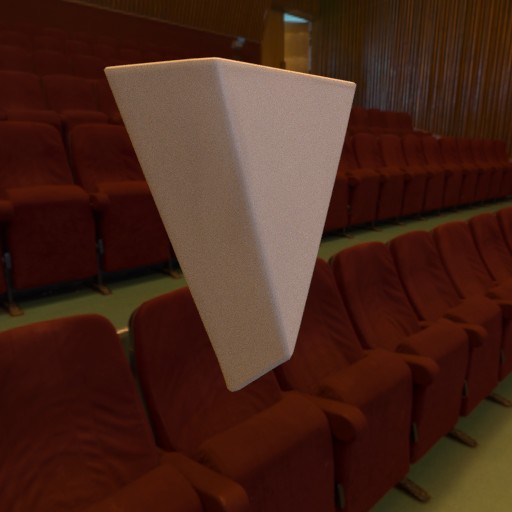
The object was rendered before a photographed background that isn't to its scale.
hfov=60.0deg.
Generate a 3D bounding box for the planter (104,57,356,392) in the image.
[{"bbox_3d":[0.000,0.000,0.263,0.150,0.197,0.060,-12,18,-42],"label":"planter"}]
